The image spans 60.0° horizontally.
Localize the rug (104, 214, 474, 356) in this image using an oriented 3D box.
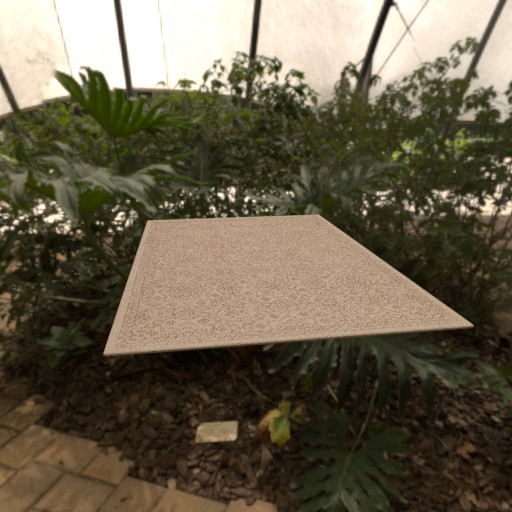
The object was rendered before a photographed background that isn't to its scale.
[{"bbox_3d":[0.000,0.000,2.278,1.219,0.010,1.829,-3,18,-9],"label":"rug"}]
